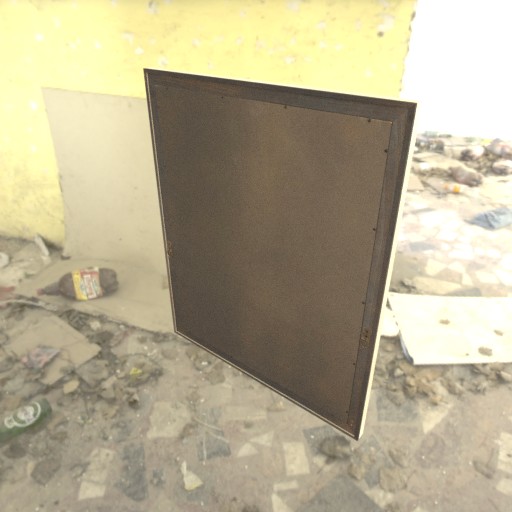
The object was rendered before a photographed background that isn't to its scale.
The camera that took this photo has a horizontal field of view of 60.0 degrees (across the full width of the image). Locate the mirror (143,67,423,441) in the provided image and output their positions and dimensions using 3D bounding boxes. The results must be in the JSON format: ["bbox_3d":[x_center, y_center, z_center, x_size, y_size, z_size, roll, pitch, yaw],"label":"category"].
[{"bbox_3d":[0.000,0.000,1.191,0.730,0.882,0.032,22,36,33],"label":"mirror"}]
